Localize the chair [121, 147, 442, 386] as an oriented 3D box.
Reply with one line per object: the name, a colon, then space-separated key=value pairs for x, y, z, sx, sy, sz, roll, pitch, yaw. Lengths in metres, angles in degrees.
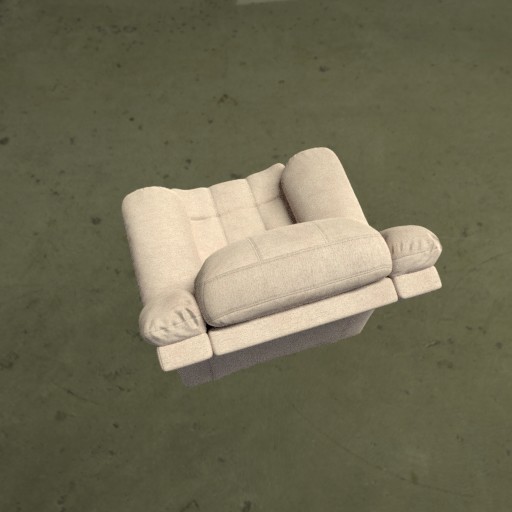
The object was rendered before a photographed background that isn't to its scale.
chair: x=0.000 y=0.000 z=1.707 sx=0.899 sy=1.008 sz=0.944 roll=-15 pitch=59 yaw=-9
